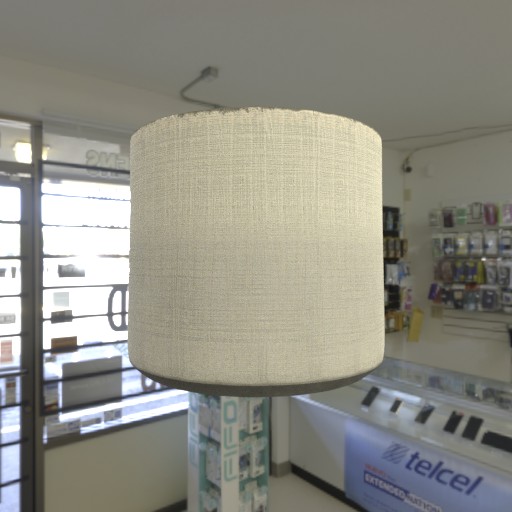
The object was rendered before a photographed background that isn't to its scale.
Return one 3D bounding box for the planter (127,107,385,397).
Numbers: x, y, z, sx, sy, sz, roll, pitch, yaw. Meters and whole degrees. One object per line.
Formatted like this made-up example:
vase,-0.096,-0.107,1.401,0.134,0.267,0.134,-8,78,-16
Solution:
planter,0.000,0.000,0.406,0.226,0.201,0.226,0,0,0
